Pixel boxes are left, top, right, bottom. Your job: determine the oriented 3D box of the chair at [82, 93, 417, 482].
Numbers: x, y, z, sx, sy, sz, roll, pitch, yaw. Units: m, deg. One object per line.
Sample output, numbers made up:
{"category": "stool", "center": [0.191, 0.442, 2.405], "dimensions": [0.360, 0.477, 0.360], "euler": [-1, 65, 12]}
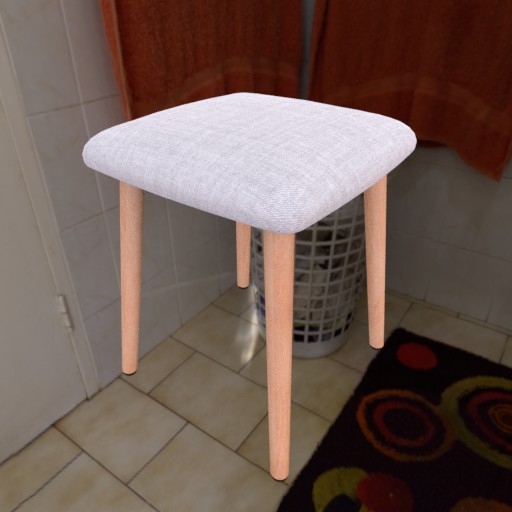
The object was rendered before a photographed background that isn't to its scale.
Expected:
{"category": "chair", "center": [0.000, 0.000, 0.692], "dimensions": [0.350, 0.440, 0.350], "euler": [22, 38, 31]}
